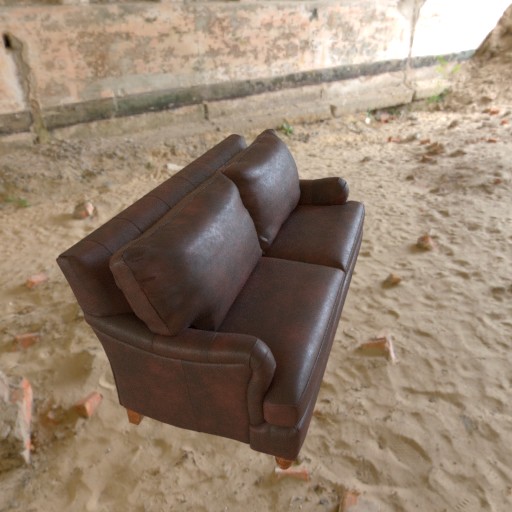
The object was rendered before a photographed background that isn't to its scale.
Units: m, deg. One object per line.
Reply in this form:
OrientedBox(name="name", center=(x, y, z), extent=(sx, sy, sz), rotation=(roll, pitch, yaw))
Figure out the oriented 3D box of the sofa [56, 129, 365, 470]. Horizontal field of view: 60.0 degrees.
OrientedBox(name="sofa", center=(0.000, 0.000, 2.789), extent=(1.147, 1.071, 2.144), rotation=(10, 32, 16))
